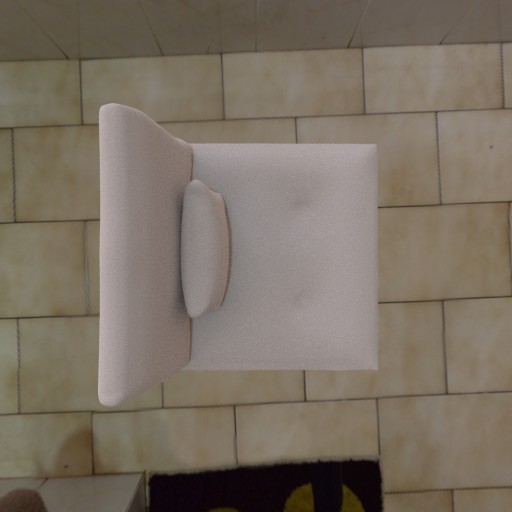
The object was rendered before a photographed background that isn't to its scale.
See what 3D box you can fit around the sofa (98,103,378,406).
[{"bbox_3d":[0.000,0.000,1.696,1.000,0.828,0.935,0,89,-1],"label":"sofa"}]
